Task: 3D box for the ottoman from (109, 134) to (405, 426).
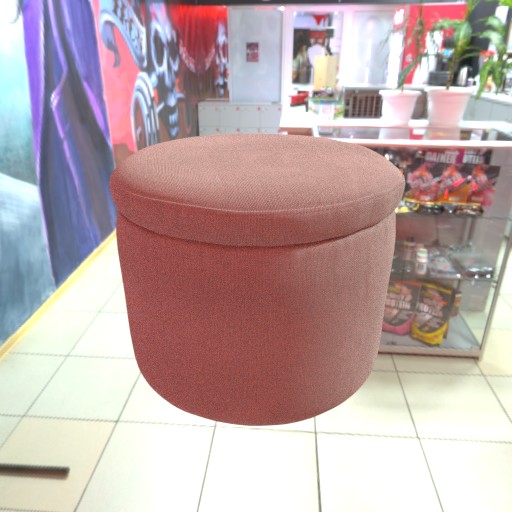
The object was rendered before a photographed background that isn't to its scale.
[{"bbox_3d":[0.000,0.000,0.847,0.497,0.409,0.497,0,25,0],"label":"ottoman"}]
